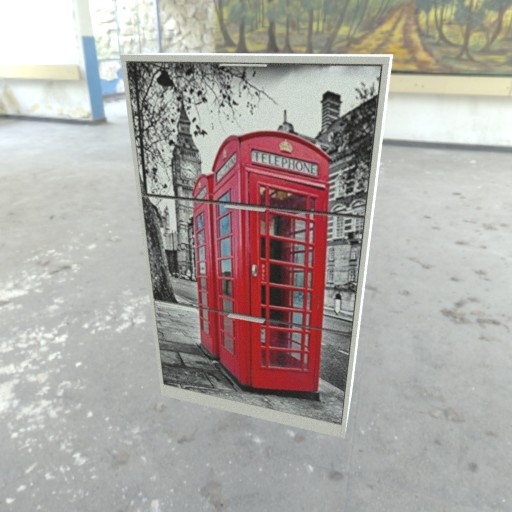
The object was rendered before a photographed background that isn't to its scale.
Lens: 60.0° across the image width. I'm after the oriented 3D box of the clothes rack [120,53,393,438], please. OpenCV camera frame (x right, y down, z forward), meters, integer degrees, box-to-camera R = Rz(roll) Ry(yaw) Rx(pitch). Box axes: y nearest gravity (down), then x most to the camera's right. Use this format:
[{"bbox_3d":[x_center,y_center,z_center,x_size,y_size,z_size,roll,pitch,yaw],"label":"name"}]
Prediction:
[{"bbox_3d":[0.000,0.000,1.547,0.750,1.280,0.250,8,27,15],"label":"clothes rack"}]
